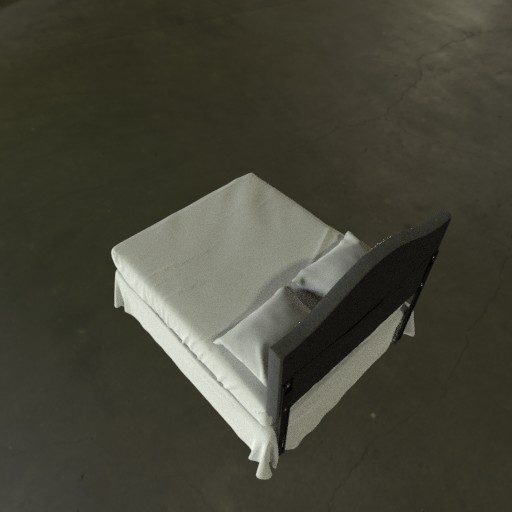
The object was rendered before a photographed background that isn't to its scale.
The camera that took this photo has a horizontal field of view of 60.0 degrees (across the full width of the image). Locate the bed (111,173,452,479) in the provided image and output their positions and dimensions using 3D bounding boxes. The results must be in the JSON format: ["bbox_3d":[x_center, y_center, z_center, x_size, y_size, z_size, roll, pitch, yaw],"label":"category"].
[{"bbox_3d":[0.000,0.000,3.511,1.876,1.645,2.221,-34,55,-27],"label":"bed"}]
